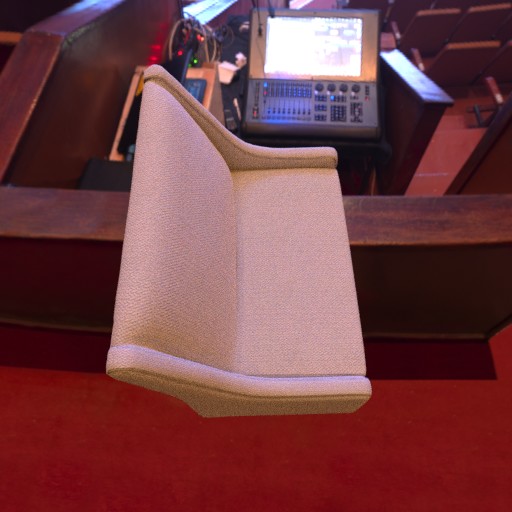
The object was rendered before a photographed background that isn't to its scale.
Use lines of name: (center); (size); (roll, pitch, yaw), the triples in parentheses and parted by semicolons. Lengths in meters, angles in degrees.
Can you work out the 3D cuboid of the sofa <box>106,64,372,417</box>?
sofa: (0.000, 0.000, 1.918); (0.870, 1.022, 1.242); (-1, 62, -1)
